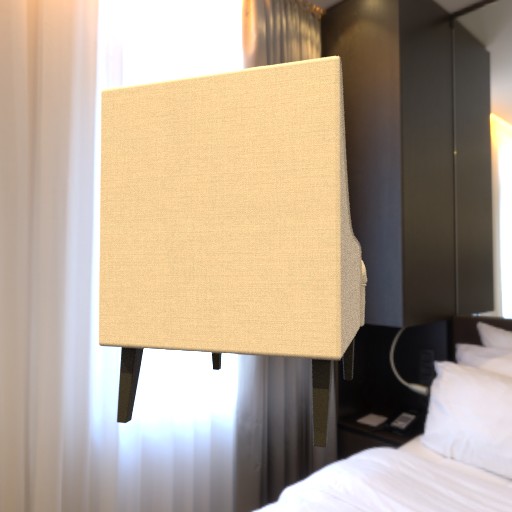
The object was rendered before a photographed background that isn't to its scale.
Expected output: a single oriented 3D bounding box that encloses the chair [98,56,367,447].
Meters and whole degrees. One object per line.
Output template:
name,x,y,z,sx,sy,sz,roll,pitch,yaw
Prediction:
chair,0.000,0.000,1.429,0.658,0.891,0.772,-1,-2,17
